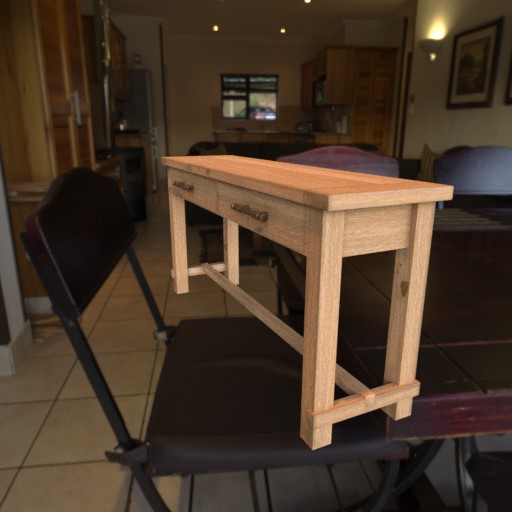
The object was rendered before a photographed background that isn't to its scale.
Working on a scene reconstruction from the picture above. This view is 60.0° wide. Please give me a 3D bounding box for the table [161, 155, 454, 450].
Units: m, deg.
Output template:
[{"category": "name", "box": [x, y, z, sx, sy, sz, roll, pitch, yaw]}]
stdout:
[{"category": "table", "box": [0.000, 0.000, 1.922, 0.442, 0.762, 1.599, -8, 18, -25]}]
